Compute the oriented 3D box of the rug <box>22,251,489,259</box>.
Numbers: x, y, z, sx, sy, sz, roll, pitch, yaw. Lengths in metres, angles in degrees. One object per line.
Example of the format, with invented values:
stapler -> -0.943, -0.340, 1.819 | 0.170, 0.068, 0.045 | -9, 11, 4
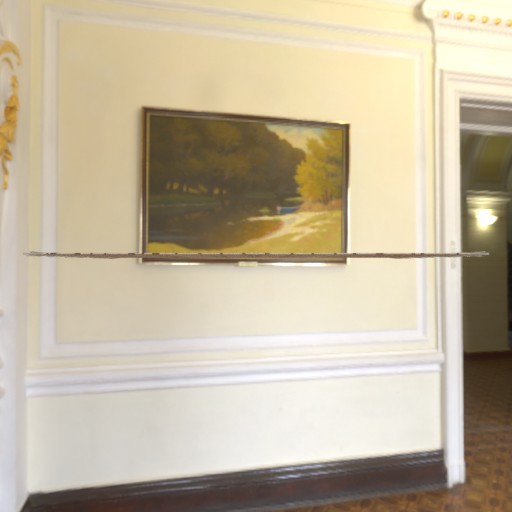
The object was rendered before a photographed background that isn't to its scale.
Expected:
rug -> 0.000, 0.000, 3.058 | 2.472, 0.035, 1.495 | 0, -1, 0
